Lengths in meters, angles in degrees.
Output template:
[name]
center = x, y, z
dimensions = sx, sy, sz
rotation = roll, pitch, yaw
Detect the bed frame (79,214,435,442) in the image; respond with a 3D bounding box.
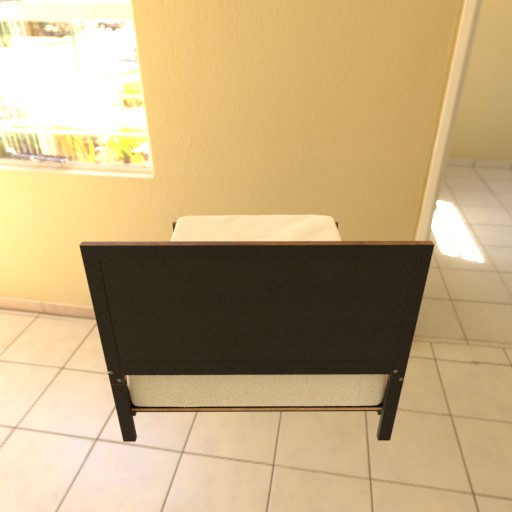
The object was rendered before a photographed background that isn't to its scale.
[bed frame]
center = 0.000, 0.000, 3.450
dimensions = 1.696, 1.417, 2.276
rotation = 0, 30, 0
